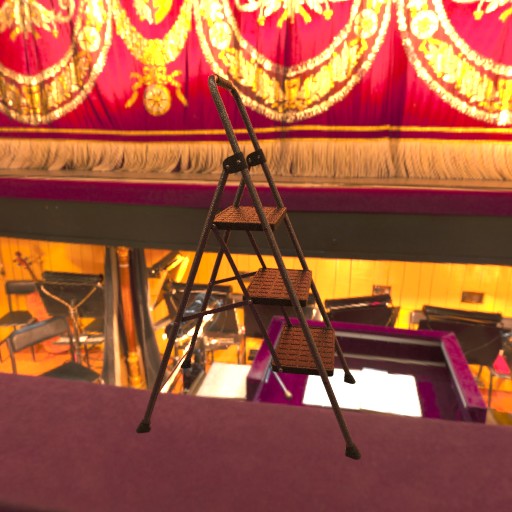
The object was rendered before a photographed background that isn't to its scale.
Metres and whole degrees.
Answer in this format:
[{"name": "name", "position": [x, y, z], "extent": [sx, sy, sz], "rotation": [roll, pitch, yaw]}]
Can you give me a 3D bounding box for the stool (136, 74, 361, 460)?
[{"name": "stool", "position": [0.000, 0.000, 1.482], "extent": [0.733, 1.121, 0.473], "rotation": [3, 15, 10]}]
